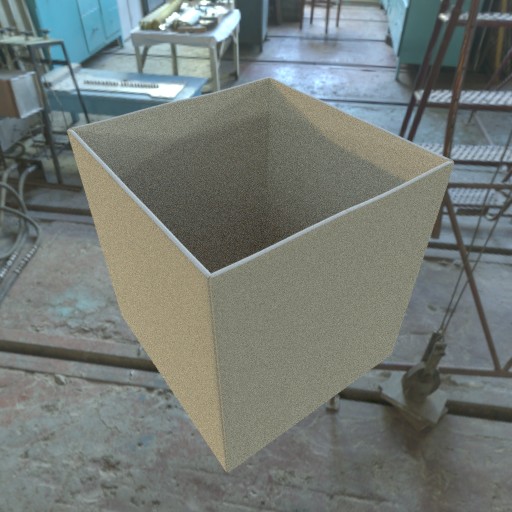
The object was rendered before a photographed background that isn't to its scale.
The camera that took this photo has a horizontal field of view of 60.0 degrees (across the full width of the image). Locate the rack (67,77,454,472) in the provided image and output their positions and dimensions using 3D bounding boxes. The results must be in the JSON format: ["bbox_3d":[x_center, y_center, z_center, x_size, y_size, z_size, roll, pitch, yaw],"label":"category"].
[{"bbox_3d":[0.000,0.000,0.503,0.270,0.280,0.270,-26,47,-27],"label":"rack"}]
